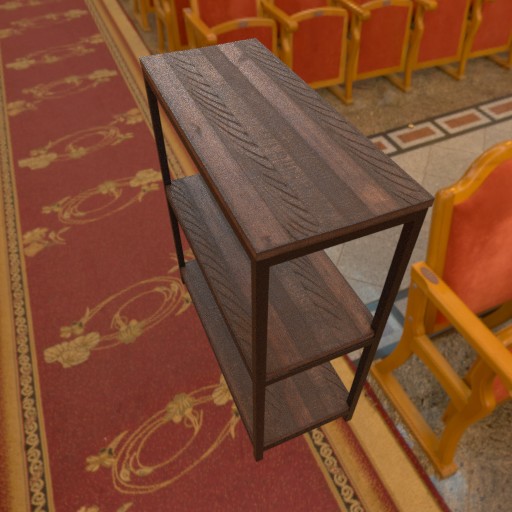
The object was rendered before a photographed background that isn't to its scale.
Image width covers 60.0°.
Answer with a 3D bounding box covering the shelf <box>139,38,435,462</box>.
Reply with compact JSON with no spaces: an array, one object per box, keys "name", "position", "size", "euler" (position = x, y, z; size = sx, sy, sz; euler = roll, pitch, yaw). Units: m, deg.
[{"name":"shelf","position":[0.000,0.000,1.357],"size":[0.352,0.947,0.822],"euler":[-17,49,-16]}]
